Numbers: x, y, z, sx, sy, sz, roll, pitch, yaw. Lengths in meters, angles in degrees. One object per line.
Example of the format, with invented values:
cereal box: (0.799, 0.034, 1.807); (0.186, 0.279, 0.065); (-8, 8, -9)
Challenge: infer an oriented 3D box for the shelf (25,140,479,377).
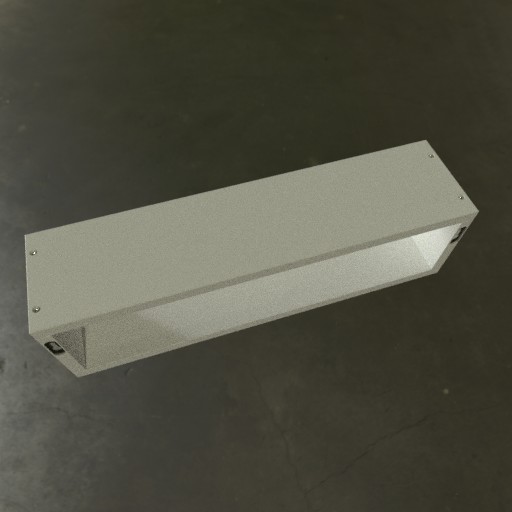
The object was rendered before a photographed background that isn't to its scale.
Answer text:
shelf: (0.000, 0.000, 0.683); (0.610, 0.170, 0.150); (-15, 59, -9)
